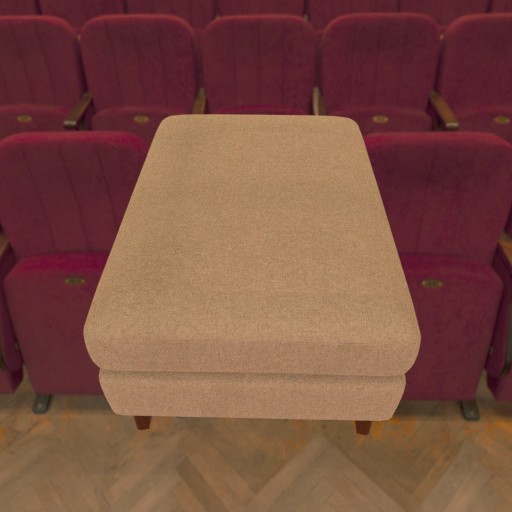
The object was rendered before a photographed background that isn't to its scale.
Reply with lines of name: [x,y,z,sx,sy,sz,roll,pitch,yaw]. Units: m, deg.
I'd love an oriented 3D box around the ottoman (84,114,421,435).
ottoman: [0.000,0.000,1.179,0.610,0.478,0.823,1,44,1]
